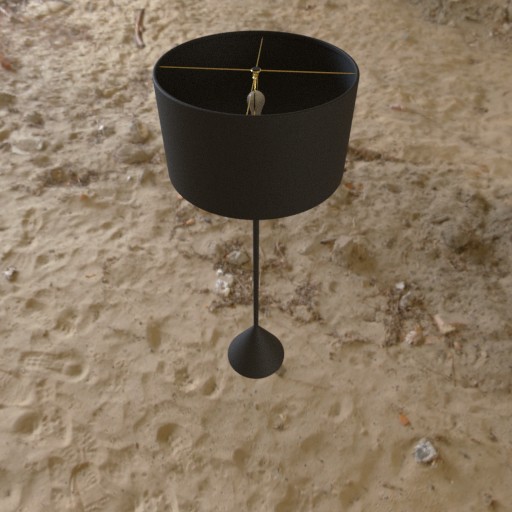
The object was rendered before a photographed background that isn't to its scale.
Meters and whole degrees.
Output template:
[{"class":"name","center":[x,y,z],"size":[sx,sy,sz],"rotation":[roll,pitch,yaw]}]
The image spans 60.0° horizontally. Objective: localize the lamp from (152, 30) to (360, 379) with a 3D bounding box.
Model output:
[{"class":"lamp","center":[0.000,0.000,1.794],"size":[0.580,1.526,0.580],"rotation":[3,45,3]}]
